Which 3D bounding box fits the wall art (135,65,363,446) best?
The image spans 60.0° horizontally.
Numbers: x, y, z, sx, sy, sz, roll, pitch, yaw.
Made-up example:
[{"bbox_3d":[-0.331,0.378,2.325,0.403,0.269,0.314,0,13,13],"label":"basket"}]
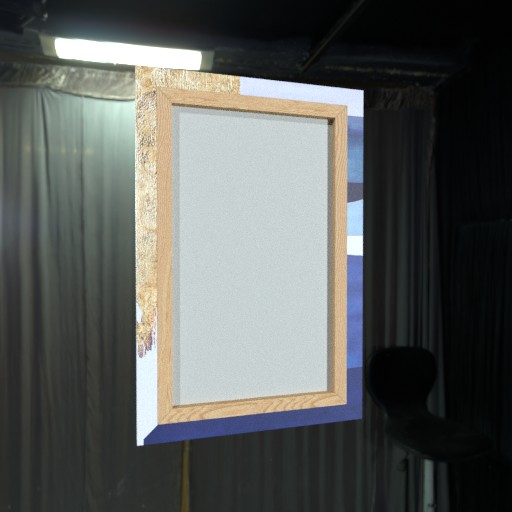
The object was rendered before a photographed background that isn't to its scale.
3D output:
[{"bbox_3d":[0.000,0.000,1.163,0.607,0.911,0.039,0,1,-17],"label":"wall art"}]
